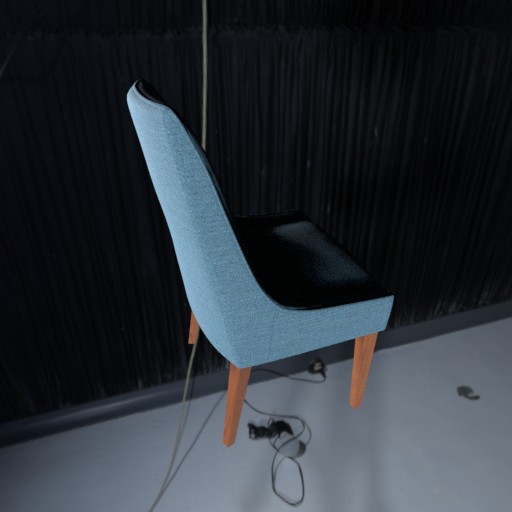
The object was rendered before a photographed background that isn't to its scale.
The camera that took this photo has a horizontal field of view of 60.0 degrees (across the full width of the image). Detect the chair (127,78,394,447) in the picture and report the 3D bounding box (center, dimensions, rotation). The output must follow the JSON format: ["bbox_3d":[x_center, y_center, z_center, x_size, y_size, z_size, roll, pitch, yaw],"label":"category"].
[{"bbox_3d":[0.000,0.000,1.173,0.544,0.861,0.529,-10,32,-17],"label":"chair"}]
